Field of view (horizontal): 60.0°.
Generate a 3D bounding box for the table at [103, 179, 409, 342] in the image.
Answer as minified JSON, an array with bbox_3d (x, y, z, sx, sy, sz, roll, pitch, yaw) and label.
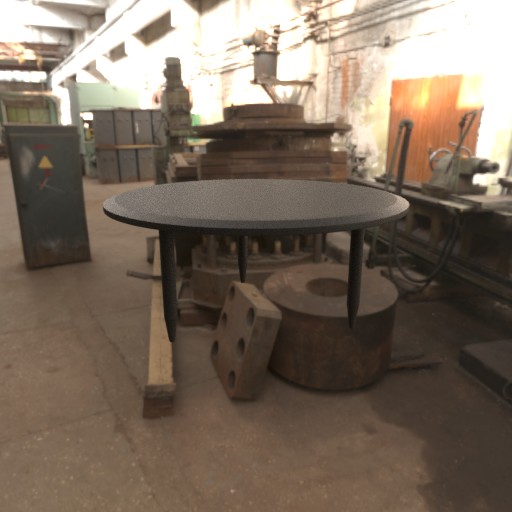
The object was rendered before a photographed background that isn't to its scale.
[{"bbox_3d":[0.000,0.000,1.424,0.900,0.400,0.900,0,16,0],"label":"table"}]
